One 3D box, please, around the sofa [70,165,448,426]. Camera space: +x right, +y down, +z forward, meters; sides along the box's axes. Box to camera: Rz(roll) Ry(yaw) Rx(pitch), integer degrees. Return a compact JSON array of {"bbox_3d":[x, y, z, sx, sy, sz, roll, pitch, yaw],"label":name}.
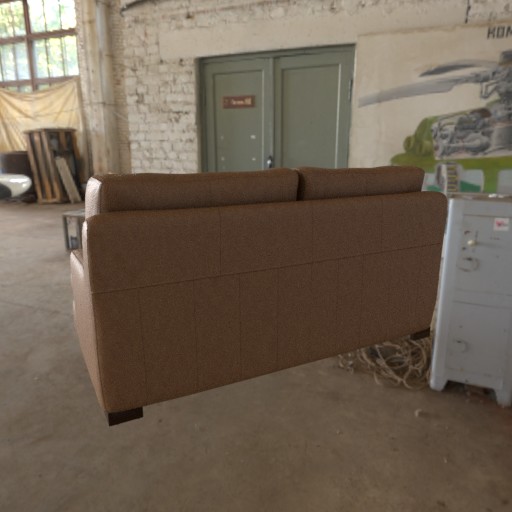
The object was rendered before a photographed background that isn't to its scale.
[{"bbox_3d":[0.000,0.000,2.417,1.855,0.980,0.962,-7,16,-27],"label":"sofa"}]
